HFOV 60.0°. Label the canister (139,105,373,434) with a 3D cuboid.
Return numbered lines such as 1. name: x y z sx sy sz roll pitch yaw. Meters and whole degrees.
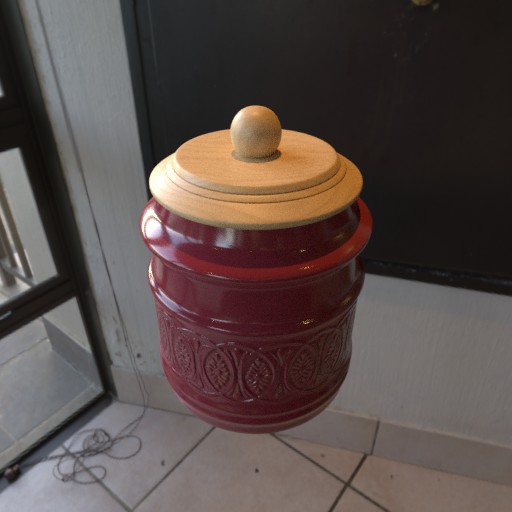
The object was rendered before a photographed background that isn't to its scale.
1. canister: 0.000 0.000 0.268 0.130 0.176 0.130 0 33 0
